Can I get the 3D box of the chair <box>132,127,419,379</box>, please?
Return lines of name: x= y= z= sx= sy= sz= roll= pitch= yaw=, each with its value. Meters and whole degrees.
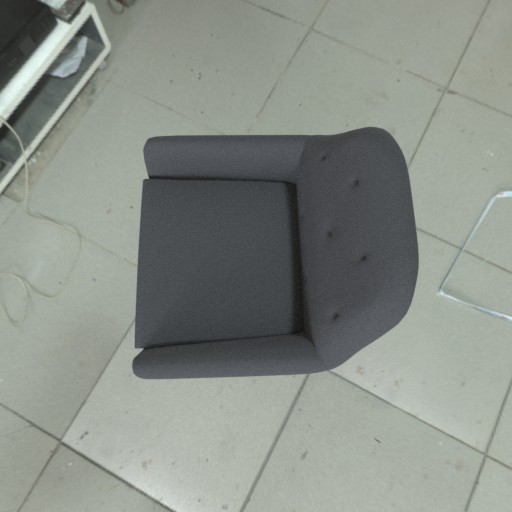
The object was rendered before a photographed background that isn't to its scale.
chair: x=0.000 y=0.000 z=1.458 sx=0.779 sy=0.800 sz=0.770 roll=-1 pitch=74 yaw=0
